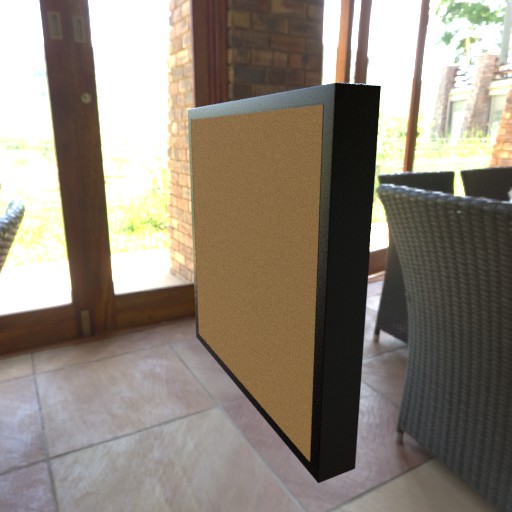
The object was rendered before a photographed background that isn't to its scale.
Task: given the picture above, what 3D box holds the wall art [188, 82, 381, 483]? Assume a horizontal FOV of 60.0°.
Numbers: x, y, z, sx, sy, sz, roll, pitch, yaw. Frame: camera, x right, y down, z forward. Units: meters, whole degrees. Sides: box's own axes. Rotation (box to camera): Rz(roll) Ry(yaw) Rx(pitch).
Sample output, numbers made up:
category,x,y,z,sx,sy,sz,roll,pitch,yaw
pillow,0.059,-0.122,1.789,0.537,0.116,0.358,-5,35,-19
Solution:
category,x,y,z,sx,sy,sz,roll,pitch,yaw
wall art,0.000,0.000,0.452,0.037,0.299,0.299,-7,16,-25
